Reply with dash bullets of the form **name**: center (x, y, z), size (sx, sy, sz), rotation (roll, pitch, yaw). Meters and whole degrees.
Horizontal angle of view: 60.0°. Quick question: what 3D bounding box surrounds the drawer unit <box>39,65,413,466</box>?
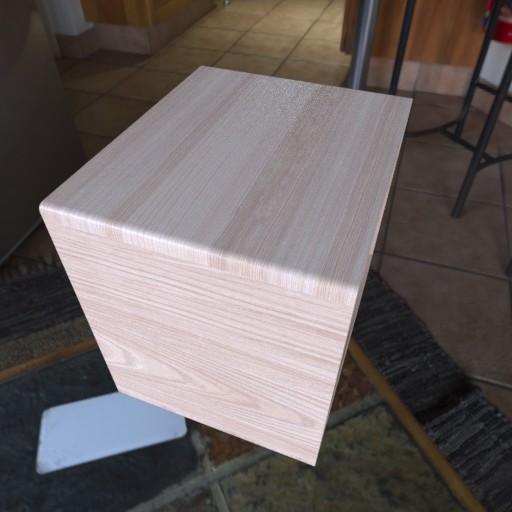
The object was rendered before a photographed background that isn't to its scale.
- **drawer unit**: center (0.000, 0.000, 0.597), size (0.290, 0.344, 0.344), rotation (15, 47, 15)
